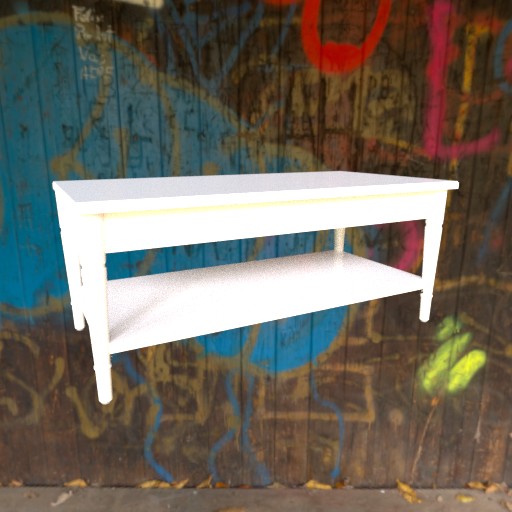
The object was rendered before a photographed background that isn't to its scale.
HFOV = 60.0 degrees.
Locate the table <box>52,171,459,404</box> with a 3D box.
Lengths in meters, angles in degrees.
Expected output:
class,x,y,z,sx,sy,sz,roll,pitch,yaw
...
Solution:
class,x,y,z,sx,sy,sz,roll,pitch,yaw
table,0.000,0.000,1.368,1.067,0.457,0.559,-7,16,-27
